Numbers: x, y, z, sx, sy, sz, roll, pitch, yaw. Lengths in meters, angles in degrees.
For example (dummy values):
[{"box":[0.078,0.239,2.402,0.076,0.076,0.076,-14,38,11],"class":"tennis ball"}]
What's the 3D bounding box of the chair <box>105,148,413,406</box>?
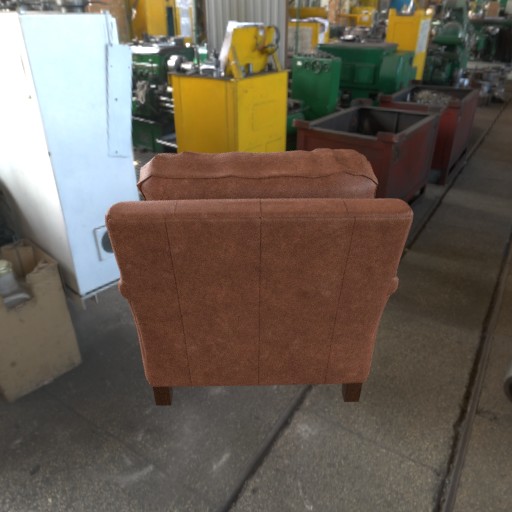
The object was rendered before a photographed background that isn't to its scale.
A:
[{"box":[0.000,0.000,1.976,0.986,1.055,1.158,-1,30,-1],"class":"chair"}]
